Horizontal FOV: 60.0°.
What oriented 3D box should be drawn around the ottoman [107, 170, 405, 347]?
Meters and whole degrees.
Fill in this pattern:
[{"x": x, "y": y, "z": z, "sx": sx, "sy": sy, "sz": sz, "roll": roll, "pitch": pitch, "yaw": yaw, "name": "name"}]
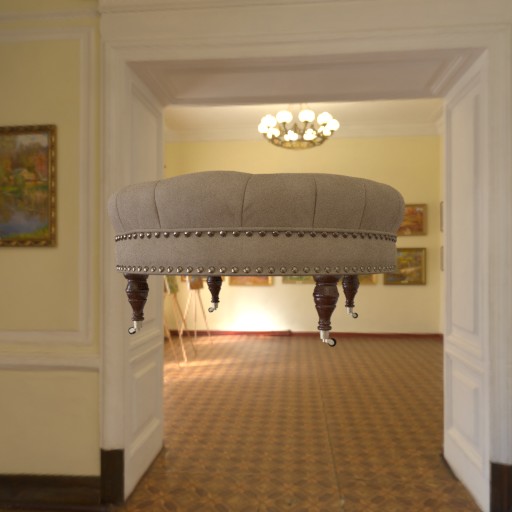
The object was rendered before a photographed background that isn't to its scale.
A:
[{"x": 0.000, "y": 0.000, "z": 1.410, "sx": 0.901, "sy": 0.439, "sz": 0.901, "roll": 0, "pitch": 0, "yaw": 0, "name": "ottoman"}]
